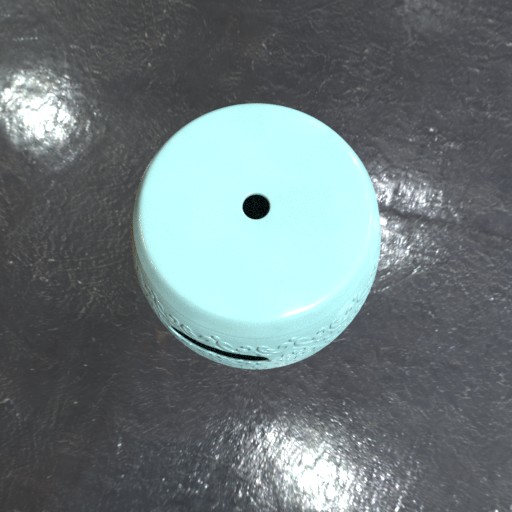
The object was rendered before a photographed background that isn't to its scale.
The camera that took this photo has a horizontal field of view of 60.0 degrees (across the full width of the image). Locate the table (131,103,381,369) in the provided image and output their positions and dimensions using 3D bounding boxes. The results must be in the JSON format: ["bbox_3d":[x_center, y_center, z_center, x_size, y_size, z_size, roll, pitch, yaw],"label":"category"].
[{"bbox_3d":[0.000,0.000,0.624,0.309,0.397,0.309,0,75,0],"label":"table"}]
